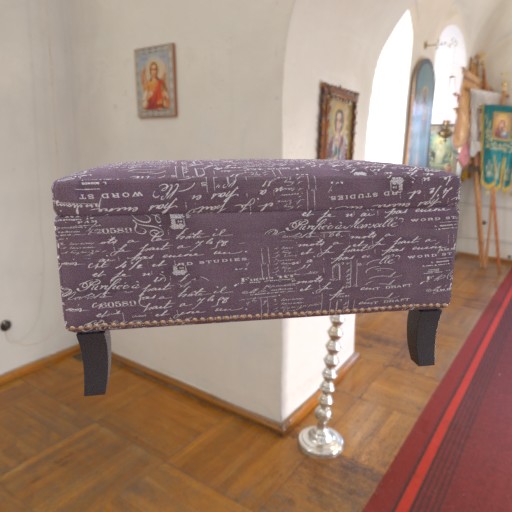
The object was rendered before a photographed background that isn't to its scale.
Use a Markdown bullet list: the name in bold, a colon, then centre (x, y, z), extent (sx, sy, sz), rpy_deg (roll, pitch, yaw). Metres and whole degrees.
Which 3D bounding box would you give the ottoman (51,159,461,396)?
- **ottoman**: centre (0.000, 0.000, 1.072), extent (0.813, 0.457, 0.406), rpy_deg (-2, 14, -9)
